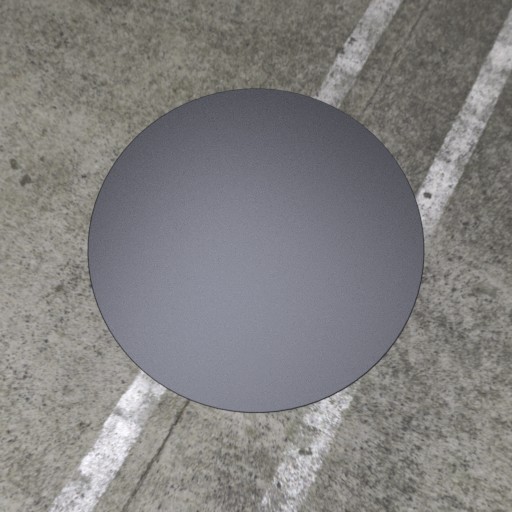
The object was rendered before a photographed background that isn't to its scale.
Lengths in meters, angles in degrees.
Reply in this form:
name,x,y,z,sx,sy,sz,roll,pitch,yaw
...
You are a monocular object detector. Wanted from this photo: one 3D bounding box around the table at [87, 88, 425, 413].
name,x,y,z,sx,sy,sz,roll,pitch,yaw
table,0.000,0.000,1.426,0.914,0.457,0.914,0,76,0
